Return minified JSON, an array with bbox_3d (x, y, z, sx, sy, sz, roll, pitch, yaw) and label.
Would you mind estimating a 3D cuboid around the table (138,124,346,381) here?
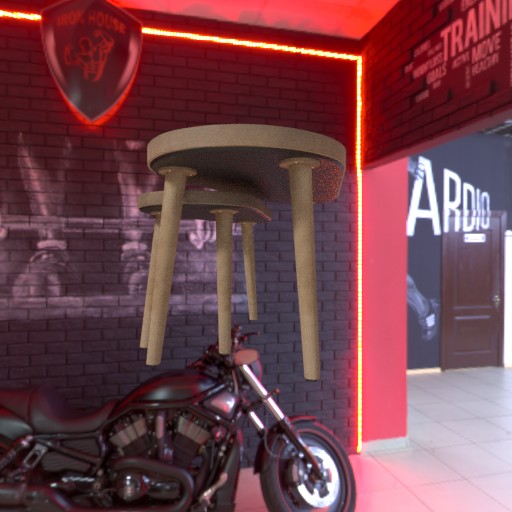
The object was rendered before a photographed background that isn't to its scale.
[{"bbox_3d":[0.000,0.000,1.590,0.701,0.595,1.190,0,0,18],"label":"table"}]
